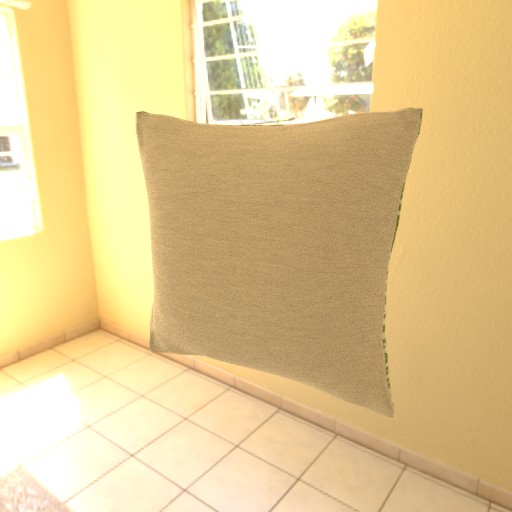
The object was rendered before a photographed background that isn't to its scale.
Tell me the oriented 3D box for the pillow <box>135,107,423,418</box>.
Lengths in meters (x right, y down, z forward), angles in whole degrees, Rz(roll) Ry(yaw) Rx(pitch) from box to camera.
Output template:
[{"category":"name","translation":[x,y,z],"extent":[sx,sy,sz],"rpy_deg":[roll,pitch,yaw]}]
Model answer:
[{"category":"pillow","translation":[0.000,0.000,0.666],"extent":[0.440,0.419,0.162],"rpy_deg":[8,18,26]}]
